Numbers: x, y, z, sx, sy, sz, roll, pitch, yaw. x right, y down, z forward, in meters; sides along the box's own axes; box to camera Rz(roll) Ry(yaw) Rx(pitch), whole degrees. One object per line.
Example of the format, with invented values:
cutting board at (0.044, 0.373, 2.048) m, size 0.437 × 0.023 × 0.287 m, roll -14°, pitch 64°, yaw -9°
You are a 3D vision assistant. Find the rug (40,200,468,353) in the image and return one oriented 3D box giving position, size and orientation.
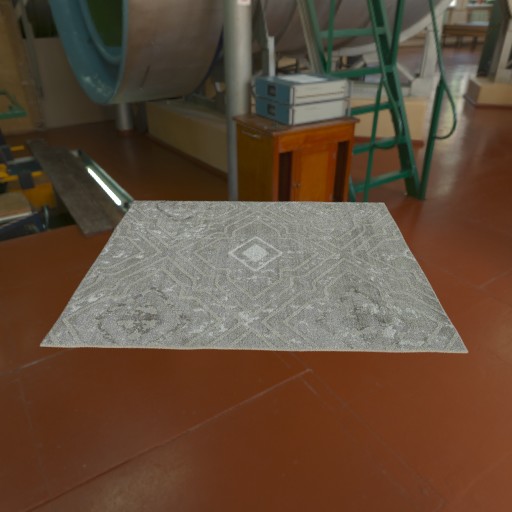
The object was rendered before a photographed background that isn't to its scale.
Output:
rug at (0.000, 0.000, 0.894) m, size 0.639 × 0.006 × 0.548 m, roll 1°, pitch 30°, yaw 1°
